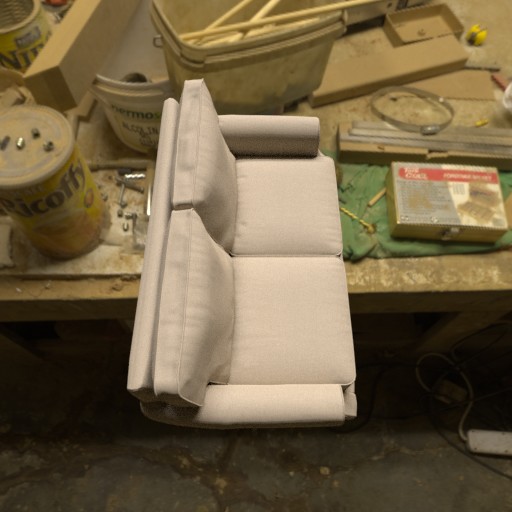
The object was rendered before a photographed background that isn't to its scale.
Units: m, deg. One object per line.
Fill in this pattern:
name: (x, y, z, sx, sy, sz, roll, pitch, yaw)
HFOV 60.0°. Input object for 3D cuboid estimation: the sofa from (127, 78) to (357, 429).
sofa: (0.000, 0.000, 2.249, 0.964, 0.937, 1.665, 0, 63, 0)
